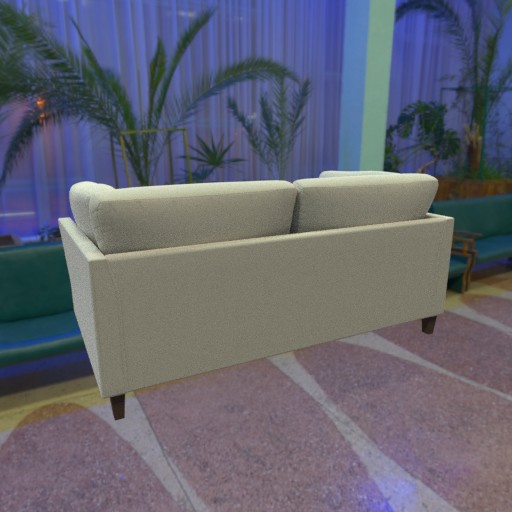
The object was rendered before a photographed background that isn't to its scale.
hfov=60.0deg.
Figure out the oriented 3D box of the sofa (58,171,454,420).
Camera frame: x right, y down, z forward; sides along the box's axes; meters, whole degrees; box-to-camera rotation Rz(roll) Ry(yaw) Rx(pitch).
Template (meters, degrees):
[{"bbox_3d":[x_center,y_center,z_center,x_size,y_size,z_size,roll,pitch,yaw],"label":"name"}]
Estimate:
[{"bbox_3d":[0.000,0.000,2.283,1.776,0.836,0.970,-8,17,-26],"label":"sofa"}]
